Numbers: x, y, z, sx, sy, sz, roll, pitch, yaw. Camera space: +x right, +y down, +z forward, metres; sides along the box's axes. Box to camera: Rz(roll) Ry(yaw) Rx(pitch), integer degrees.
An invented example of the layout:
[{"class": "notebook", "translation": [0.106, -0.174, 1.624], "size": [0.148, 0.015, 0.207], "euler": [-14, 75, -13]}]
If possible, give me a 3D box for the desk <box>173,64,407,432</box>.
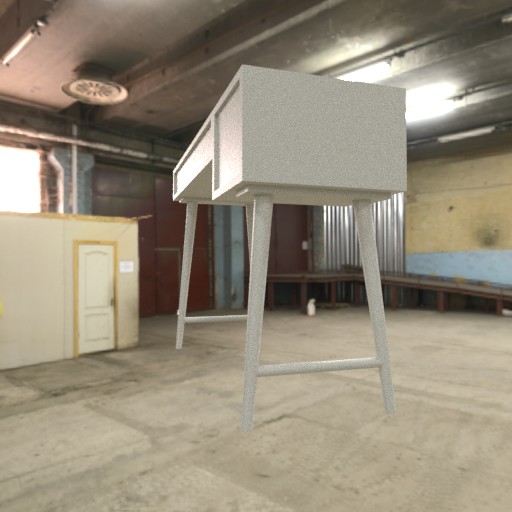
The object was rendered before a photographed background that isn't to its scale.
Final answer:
[{"class": "desk", "translation": [0.000, 0.000, 1.474], "size": [0.409, 0.761, 1.069], "euler": [0, -1, -18]}]
